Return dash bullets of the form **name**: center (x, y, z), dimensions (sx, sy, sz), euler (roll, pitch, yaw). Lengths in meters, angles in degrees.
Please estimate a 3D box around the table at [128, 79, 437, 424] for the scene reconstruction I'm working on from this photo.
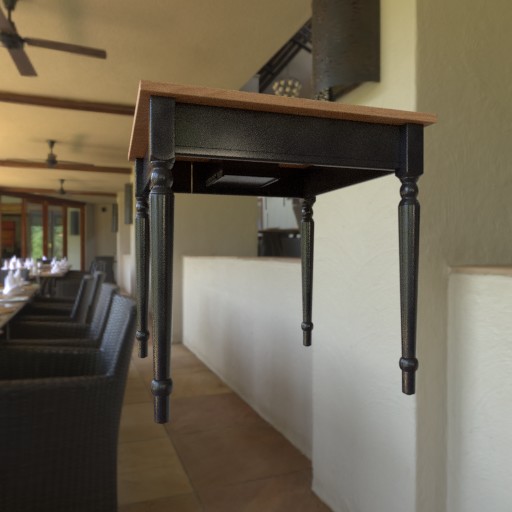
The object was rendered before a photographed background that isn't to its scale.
- **table**: center (0.000, 0.000, 1.391), dimensions (0.747, 0.738, 0.747), euler (0, 0, -18)
